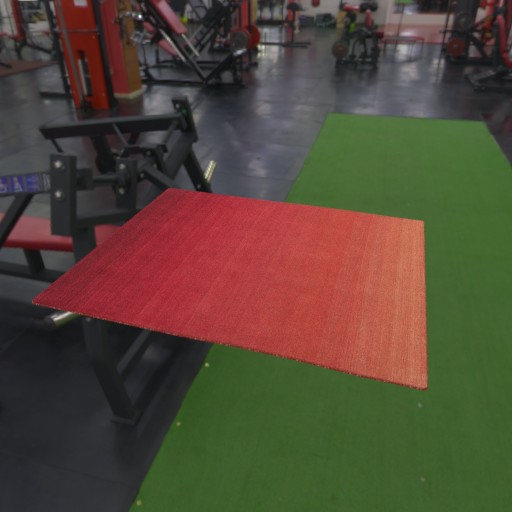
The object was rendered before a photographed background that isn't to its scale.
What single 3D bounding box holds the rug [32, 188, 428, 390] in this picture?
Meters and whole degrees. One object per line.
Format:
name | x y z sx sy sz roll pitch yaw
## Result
rug | 0.000 0.000 3.990 2.905 0.028 2.340 9 33 15
